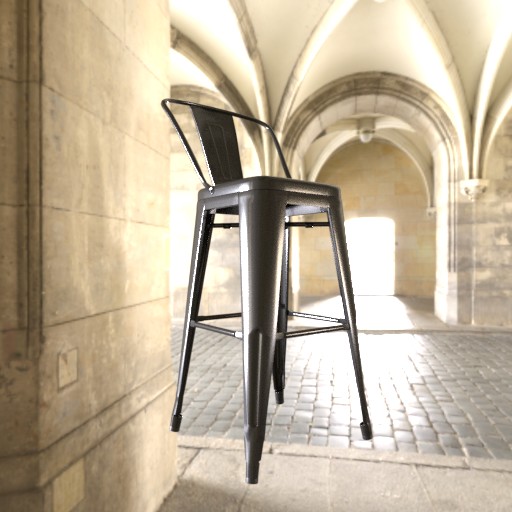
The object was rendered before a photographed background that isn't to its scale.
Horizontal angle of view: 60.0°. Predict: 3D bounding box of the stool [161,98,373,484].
[{"bbox_3d":[0.000,0.000,1.312,0.432,1.022,0.528,0,0,-37],"label":"stool"}]
